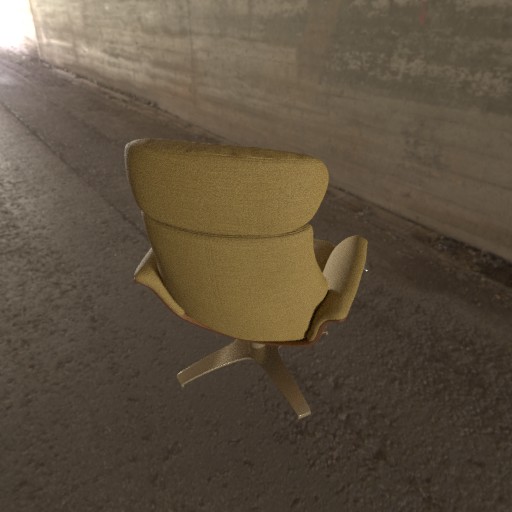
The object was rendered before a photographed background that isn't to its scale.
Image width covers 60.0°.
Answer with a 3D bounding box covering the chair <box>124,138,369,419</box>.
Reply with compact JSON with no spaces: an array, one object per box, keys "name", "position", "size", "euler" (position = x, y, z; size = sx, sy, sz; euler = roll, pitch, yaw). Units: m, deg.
[{"name":"chair","position":[0.000,0.000,1.598],"size":[0.785,0.995,0.837],"euler":[9,31,16]}]
